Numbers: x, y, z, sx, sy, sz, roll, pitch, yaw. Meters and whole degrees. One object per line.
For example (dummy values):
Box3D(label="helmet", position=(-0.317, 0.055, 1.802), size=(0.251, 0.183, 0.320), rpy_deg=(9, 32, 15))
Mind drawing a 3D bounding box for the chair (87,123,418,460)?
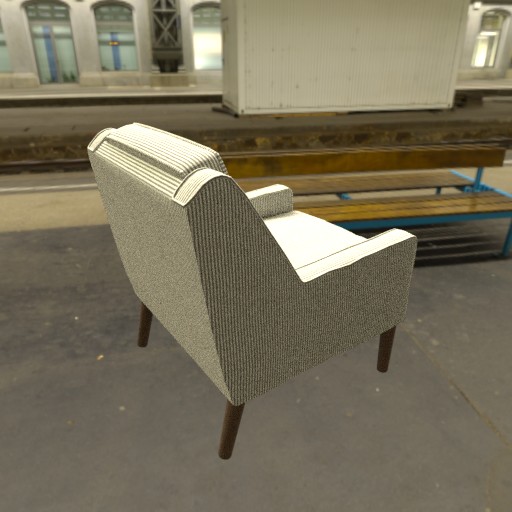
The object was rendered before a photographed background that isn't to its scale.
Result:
Box3D(label="chair", position=(0.000, 0.000, 1.363), size=(0.743, 0.792, 0.663), rpy_deg=(-16, 30, -31))
